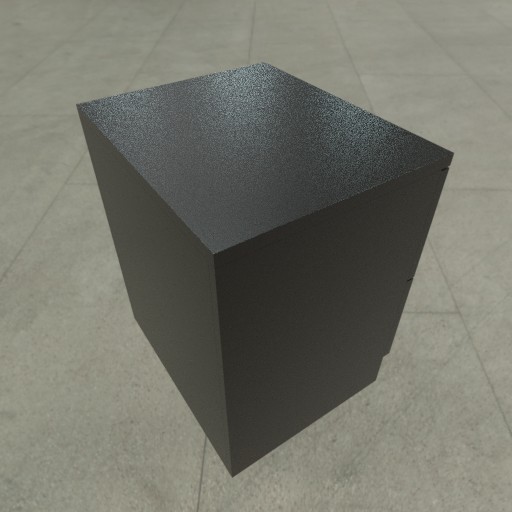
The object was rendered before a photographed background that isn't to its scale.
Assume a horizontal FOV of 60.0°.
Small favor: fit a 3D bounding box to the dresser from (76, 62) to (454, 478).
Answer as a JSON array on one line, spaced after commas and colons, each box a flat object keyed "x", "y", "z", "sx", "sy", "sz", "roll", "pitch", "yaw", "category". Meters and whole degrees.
[{"x": 0.000, "y": 0.000, "z": 0.748, "sx": 0.360, "sy": 0.470, "sz": 0.400, "roll": -24, "pitch": 47, "yaw": -25, "category": "dresser"}]
